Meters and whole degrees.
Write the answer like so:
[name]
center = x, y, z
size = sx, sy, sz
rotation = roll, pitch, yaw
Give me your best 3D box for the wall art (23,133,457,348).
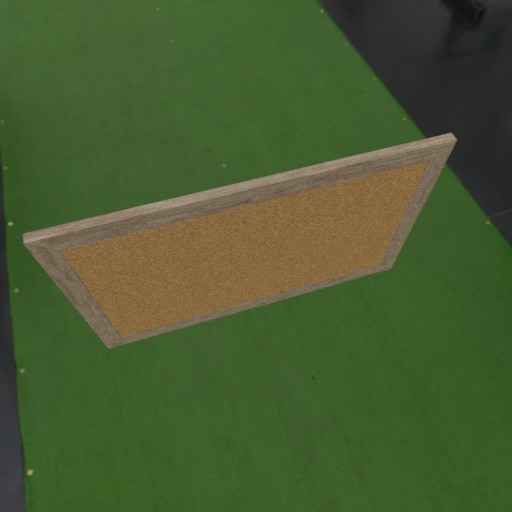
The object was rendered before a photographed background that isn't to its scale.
[wall art]
center = 0.000, 0.000, 0.973
size = 0.780, 0.480, 0.021
rotation = -15, 59, -9
